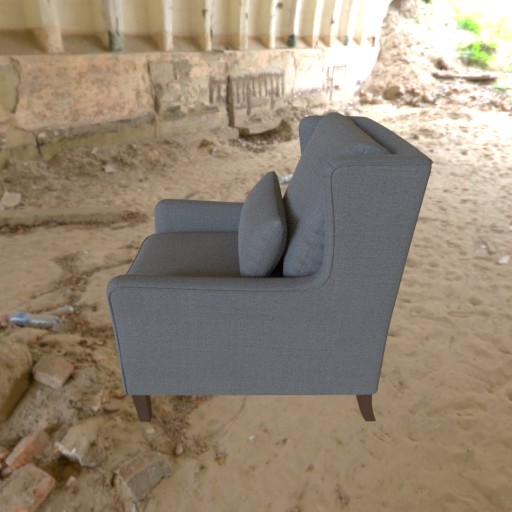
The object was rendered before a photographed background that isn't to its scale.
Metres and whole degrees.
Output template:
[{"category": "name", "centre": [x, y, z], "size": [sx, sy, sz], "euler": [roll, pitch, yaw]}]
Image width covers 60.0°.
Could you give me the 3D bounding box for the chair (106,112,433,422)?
[{"category": "chair", "centre": [0.000, 0.000, 1.827], "size": [1.040, 1.056, 0.866], "euler": [0, 26, 0]}]
